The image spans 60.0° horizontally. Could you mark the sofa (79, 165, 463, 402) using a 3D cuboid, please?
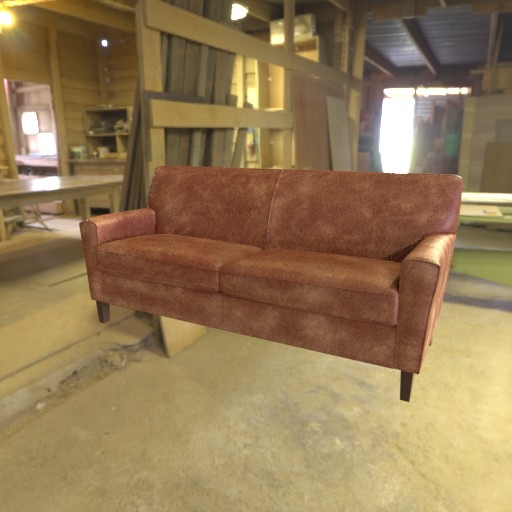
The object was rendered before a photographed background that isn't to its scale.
[{"bbox_3d":[0.000,0.000,2.562,2.053,0.947,0.805,8,16,27],"label":"sofa"}]
